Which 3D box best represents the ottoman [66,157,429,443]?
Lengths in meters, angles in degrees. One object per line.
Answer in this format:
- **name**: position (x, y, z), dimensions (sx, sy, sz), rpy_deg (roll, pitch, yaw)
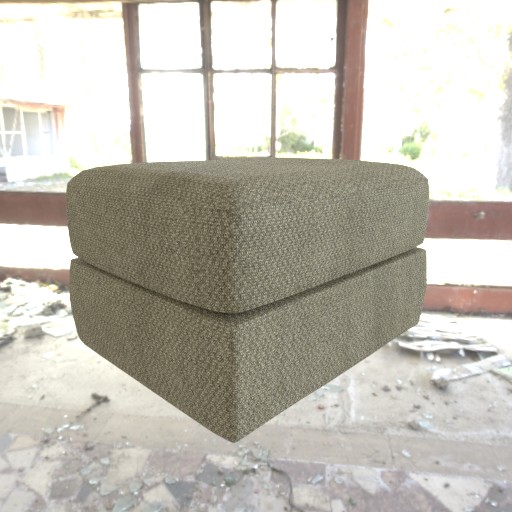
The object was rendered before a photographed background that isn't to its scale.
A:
- **ottoman**: position (0.000, 0.000, 1.129), dimensions (0.603, 0.476, 0.751), rpy_deg (14, 20, 42)
